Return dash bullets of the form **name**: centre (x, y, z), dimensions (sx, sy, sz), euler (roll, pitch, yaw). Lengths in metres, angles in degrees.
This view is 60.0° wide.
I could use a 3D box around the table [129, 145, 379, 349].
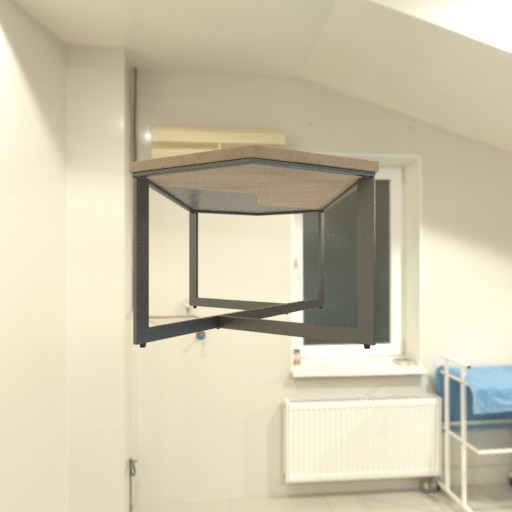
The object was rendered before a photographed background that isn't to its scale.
- **table**: centre (0.000, 0.000, 1.521), dimensions (0.609, 0.457, 1.219), euler (0, 0, 1)
